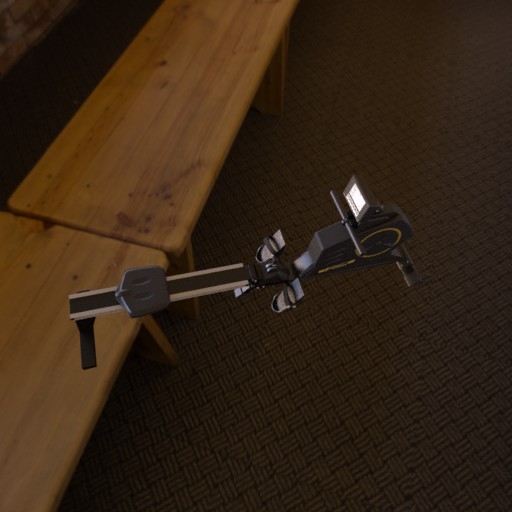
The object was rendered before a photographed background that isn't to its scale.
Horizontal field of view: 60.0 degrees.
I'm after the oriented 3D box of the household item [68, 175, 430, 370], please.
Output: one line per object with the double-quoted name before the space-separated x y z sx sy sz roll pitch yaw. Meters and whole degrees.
"household item" 0.000 0.000 2.582 2.251 0.810 0.521 -13 58 -8
